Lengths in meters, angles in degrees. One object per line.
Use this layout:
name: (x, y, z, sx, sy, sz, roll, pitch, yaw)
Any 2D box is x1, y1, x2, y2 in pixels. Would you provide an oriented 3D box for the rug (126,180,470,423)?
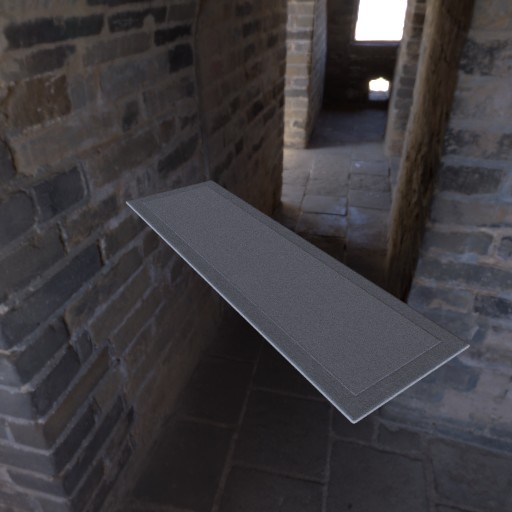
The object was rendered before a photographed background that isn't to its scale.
rug: (0.000, 0.000, 2.733, 0.759, 0.012, 2.430, -20, 37, -29)
